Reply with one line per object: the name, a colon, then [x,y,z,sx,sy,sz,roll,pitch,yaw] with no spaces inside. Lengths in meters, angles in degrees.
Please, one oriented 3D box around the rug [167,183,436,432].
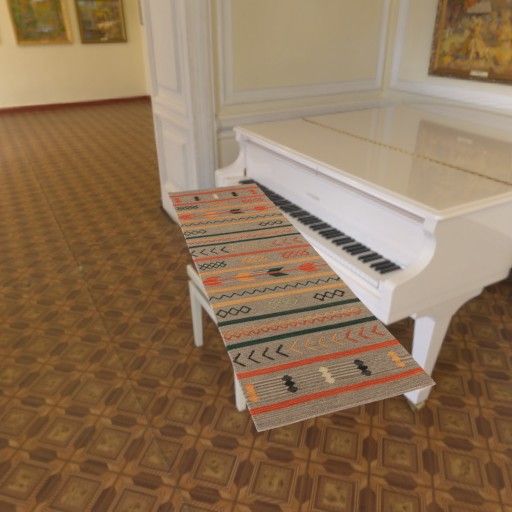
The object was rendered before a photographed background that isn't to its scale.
rug: [0.000,0.000,2.655,0.744,0.022,2.419,-9,30,-15]
